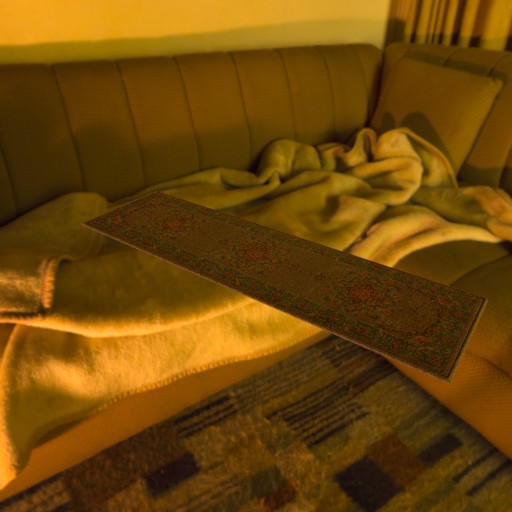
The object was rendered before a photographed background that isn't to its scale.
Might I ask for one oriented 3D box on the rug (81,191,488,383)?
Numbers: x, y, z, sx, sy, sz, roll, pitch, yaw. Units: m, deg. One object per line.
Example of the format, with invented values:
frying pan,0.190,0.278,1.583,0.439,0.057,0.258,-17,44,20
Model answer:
rug,0.000,0.000,2.489,2.297,0.019,0.659,20,36,30
